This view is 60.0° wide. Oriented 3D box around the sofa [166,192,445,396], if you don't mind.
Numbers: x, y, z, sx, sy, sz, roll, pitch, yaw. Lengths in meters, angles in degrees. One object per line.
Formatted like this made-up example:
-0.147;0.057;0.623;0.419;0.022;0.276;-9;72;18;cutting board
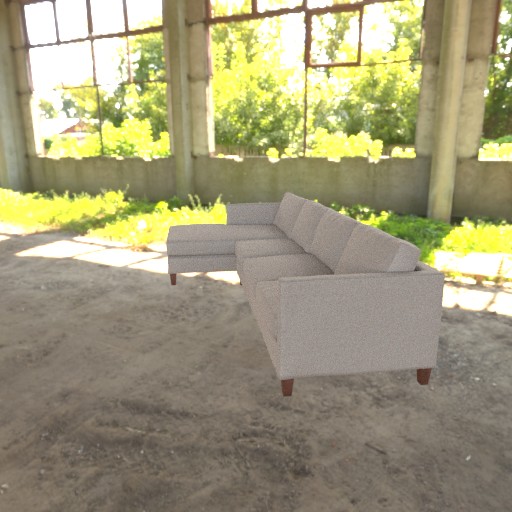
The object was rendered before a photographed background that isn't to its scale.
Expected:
0.000;0.000;3.878;1.625;0.846;3.186;-2;14;-8;sofa
